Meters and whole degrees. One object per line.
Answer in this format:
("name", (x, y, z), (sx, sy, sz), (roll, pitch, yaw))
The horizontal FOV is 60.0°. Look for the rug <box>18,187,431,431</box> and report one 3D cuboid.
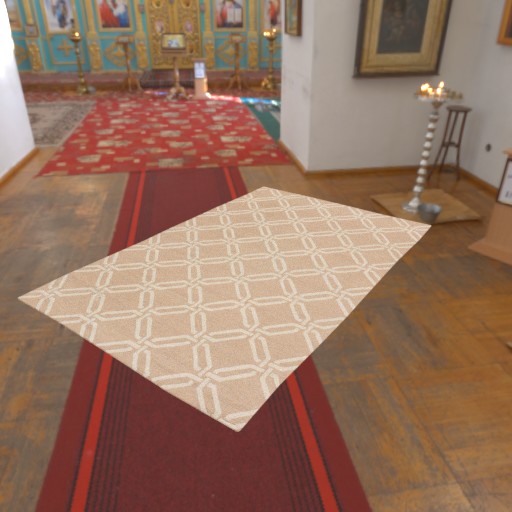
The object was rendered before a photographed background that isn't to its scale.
("rug", (0.000, 0.000, 2.120), (1.146, 0.010, 1.745), (18, 33, 31))
